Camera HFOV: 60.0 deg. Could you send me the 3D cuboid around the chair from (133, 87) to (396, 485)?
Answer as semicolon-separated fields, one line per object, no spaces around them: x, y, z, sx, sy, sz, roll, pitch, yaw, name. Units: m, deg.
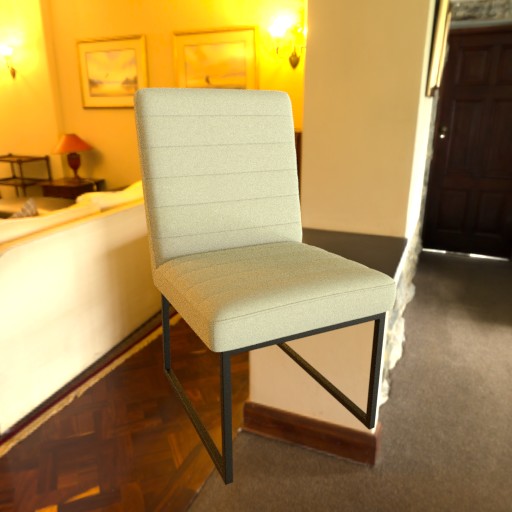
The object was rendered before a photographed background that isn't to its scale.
0.000;0.000;1.284;0.520;0.930;0.634;-9;20;-25;chair
